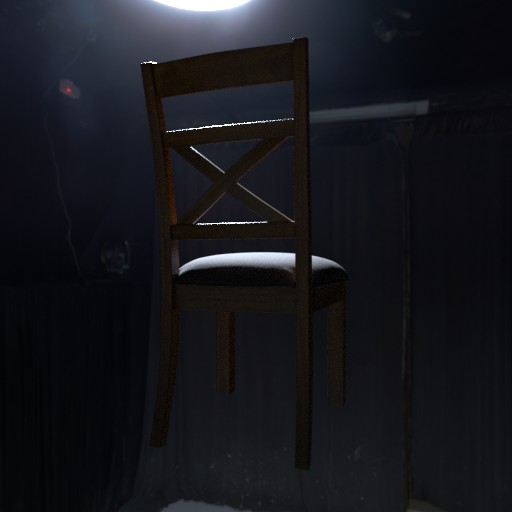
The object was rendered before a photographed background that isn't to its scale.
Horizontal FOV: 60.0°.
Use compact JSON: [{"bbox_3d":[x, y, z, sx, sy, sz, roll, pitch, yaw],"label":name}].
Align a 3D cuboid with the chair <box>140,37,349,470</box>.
[{"bbox_3d":[0.000,0.000,1.269,0.470,0.949,0.581,0,-1,18],"label":"chair"}]
